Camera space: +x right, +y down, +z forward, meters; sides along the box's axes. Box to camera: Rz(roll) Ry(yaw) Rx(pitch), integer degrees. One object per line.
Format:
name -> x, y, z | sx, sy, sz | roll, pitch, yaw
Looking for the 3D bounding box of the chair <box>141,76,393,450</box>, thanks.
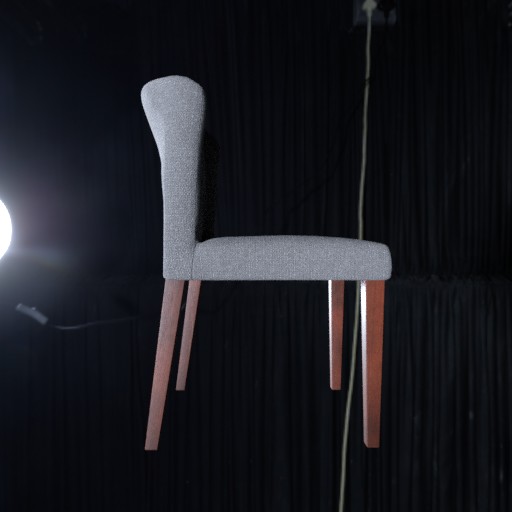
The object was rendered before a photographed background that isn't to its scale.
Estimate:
chair -> 0.000, 0.000, 1.183 | 0.589, 0.839, 0.491 | 0, 1, -1
